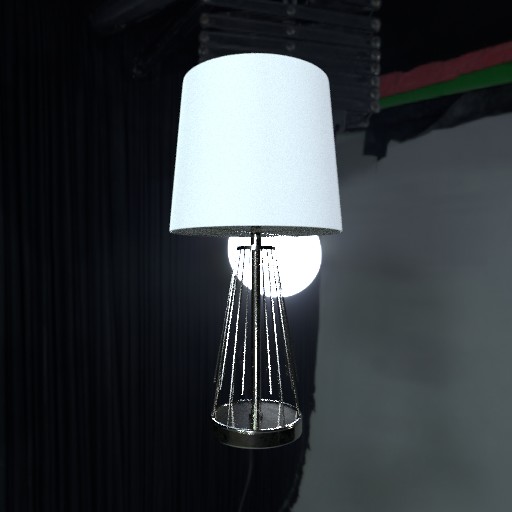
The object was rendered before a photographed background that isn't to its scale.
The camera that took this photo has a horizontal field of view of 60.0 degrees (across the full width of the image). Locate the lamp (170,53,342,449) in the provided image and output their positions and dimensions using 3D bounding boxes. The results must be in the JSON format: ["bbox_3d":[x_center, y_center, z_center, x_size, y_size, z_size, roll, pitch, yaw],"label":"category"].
[{"bbox_3d":[0.000,0.000,0.791,0.303,0.618,0.303,0,-1,0],"label":"lamp"}]
